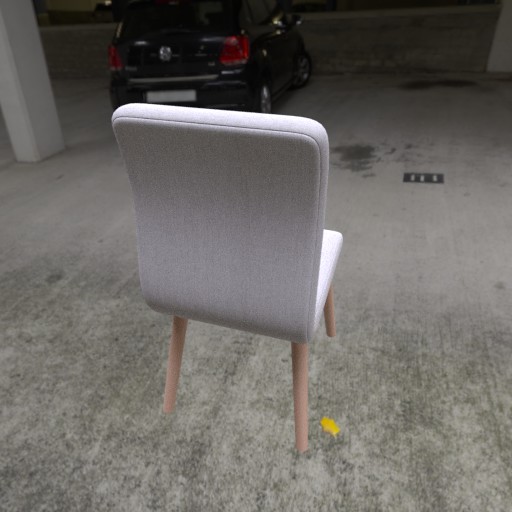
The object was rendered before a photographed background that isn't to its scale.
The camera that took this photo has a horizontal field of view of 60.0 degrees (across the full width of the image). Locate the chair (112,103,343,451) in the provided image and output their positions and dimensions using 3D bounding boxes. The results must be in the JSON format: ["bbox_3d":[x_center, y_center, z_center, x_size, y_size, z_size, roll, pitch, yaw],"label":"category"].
[{"bbox_3d":[0.000,0.000,1.200,0.435,0.885,0.550,10,33,15],"label":"chair"}]
